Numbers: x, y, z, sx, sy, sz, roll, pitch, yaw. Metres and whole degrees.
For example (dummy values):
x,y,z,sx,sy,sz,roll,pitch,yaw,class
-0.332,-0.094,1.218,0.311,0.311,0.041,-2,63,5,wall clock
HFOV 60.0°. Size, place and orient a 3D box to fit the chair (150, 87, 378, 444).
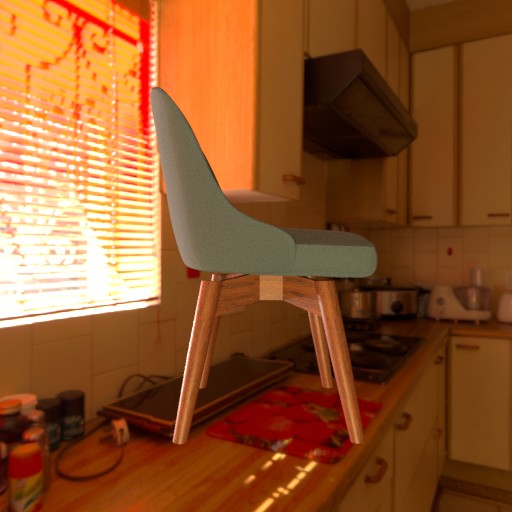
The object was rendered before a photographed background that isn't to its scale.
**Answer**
x,y,z,sx,sy,sz,roll,pitch,yaw,class
0.000,0.000,1.267,0.589,0.882,0.503,0,1,0,chair
